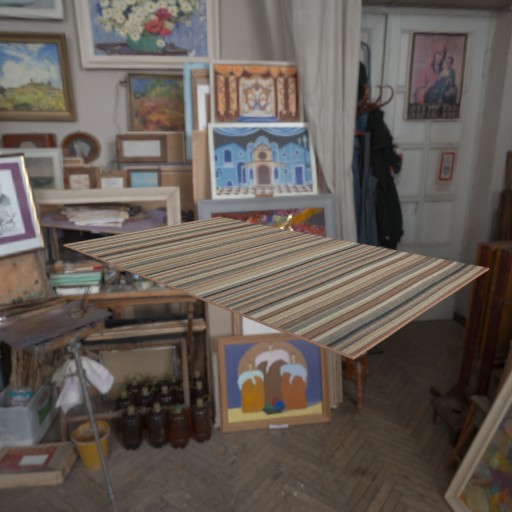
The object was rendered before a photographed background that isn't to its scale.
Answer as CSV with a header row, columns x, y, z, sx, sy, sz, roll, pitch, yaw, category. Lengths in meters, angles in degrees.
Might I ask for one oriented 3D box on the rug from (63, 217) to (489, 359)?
x,y,z,sx,sy,sz,roll,pitch,yaw,category
0.000,0.000,2.957,2.438,0.014,1.523,14,21,42,rug
